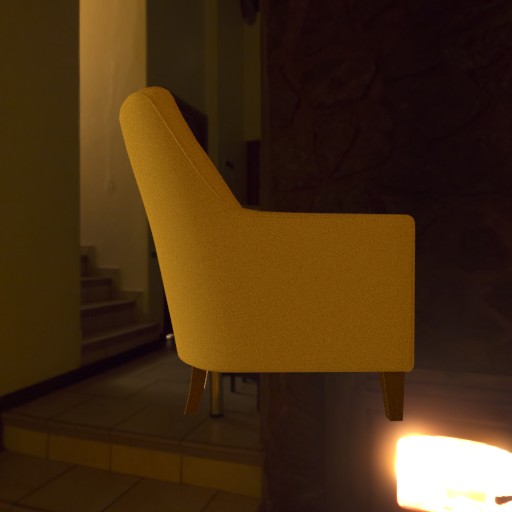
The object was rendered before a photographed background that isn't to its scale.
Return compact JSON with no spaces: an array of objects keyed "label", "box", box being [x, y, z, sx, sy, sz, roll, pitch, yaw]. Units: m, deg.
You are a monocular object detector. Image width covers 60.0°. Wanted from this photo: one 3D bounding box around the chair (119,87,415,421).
[{"label":"chair","box":[0.000,0.000,1.550,0.879,0.916,0.756,0,1,-1]}]
